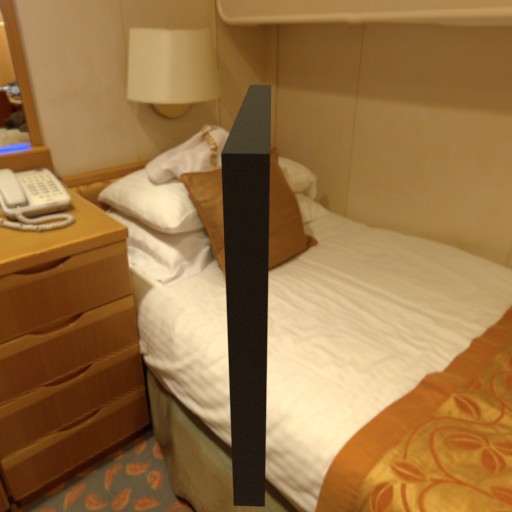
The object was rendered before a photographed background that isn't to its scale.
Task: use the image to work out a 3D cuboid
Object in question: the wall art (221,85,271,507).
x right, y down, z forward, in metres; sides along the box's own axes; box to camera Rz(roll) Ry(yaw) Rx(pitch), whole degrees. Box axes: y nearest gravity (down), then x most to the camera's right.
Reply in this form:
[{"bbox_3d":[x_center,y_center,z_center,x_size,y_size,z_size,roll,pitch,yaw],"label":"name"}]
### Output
[{"bbox_3d":[0.000,0.000,0.508,0.029,0.330,0.381,1,27,2],"label":"wall art"}]
